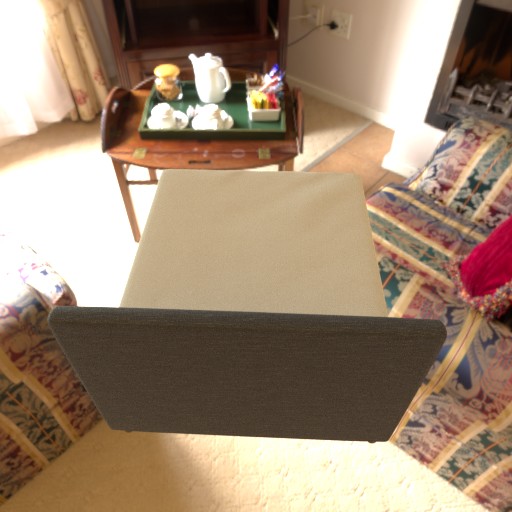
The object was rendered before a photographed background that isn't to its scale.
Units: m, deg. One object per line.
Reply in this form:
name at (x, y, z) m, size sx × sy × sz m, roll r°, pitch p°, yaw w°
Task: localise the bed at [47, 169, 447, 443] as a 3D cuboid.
bed at (0.000, 0.000, 3.160) m, size 1.884 × 1.330 × 2.142 m, roll 2°, pitch 47°, yaw 2°
